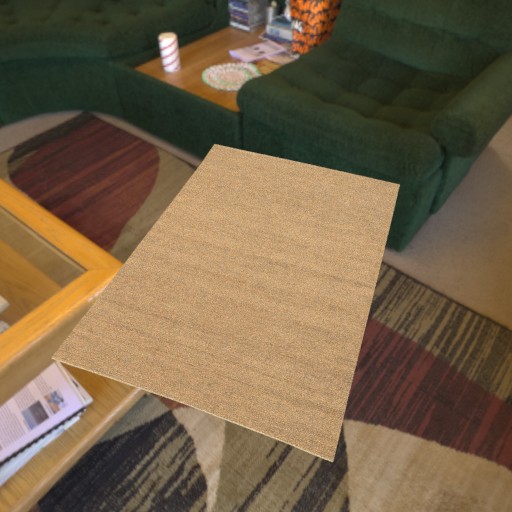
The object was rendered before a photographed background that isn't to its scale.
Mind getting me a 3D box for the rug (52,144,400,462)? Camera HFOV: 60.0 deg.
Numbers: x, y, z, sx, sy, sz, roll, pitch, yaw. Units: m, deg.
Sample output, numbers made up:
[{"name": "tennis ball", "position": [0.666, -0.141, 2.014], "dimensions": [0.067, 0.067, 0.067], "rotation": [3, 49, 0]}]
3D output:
[{"name": "rug", "position": [0.000, 0.000, 3.018], "dimensions": [1.624, 0.030, 2.264], "rotation": [15, 49, 14]}]
